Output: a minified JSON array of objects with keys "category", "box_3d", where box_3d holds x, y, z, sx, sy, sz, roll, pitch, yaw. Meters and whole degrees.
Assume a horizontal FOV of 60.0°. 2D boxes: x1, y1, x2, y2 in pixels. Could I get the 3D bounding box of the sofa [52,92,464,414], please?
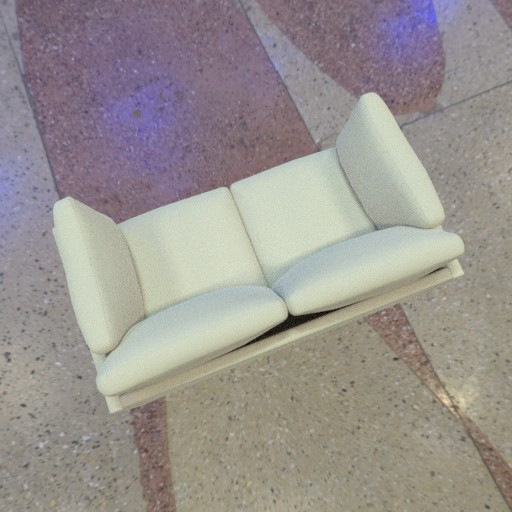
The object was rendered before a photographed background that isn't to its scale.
[{"category":"sofa","box_3d":[0.000,0.000,2.302,1.776,0.836,0.970,-20,76,-5]}]
